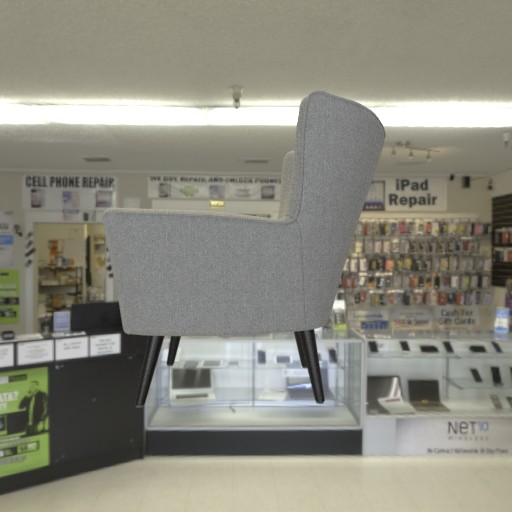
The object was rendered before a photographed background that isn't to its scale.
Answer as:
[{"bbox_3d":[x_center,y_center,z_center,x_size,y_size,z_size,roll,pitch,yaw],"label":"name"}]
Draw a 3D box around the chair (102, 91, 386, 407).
[{"bbox_3d":[0.000,0.000,1.623,0.888,0.933,0.781,0,1,0],"label":"chair"}]
